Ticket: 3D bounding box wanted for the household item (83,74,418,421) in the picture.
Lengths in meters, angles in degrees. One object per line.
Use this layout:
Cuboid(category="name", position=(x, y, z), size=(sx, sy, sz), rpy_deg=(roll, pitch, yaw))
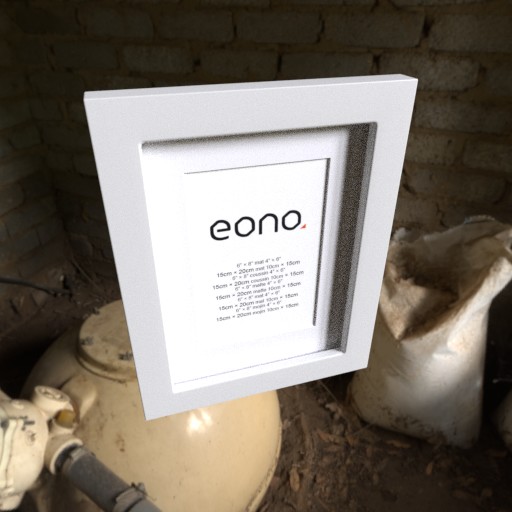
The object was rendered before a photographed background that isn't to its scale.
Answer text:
Cuboid(category="household item", position=(0.000, 0.000, 0.336), size=(0.200, 0.250, 0.045), rpy_deg=(-9, 32, -15))
